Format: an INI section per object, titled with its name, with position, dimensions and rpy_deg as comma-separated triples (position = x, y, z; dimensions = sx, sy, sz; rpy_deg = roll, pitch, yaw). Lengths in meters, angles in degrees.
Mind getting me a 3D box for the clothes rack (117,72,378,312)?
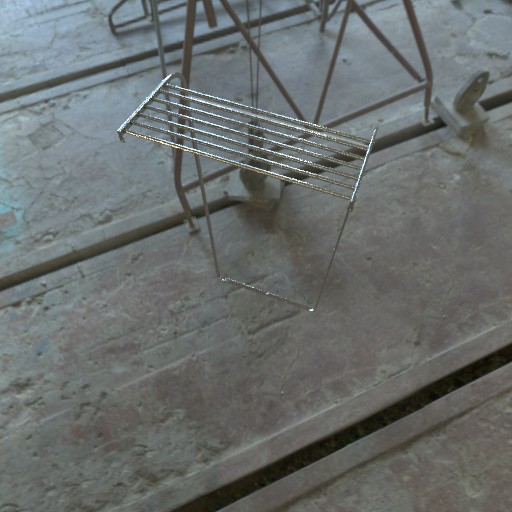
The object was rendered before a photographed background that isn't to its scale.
[clothes rack]
position = 0.000, 0.000, 1.820
dimensions = 0.609, 1.574, 0.349
rpy_deg = 18, 64, 9
